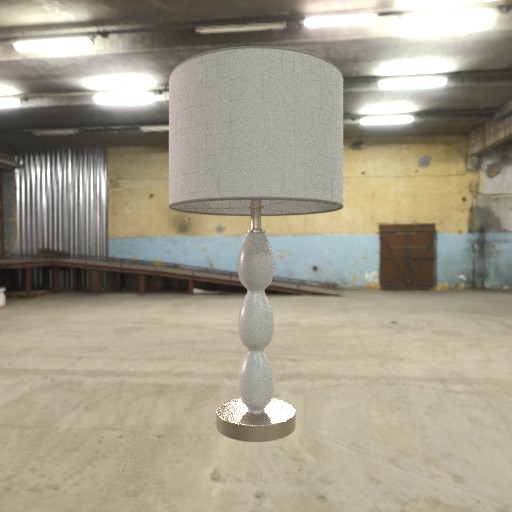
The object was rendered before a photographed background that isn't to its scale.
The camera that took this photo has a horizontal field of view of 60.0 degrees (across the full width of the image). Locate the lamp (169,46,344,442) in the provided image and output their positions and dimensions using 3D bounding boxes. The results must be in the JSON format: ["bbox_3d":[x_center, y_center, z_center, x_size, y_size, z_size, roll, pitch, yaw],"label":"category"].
[{"bbox_3d":[0.000,0.000,0.728,0.282,0.559,0.280,0,1,35],"label":"lamp"}]
